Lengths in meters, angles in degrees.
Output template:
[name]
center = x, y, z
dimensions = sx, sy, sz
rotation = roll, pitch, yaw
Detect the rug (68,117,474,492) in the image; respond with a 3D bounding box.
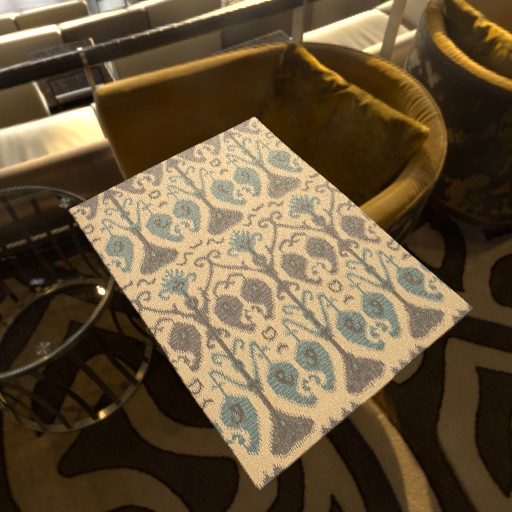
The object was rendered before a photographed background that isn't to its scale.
[rug]
center = 0.000, 0.000, 2.959
dimensions = 1.676, 0.013, 2.261
rotation = -32, 62, -19
